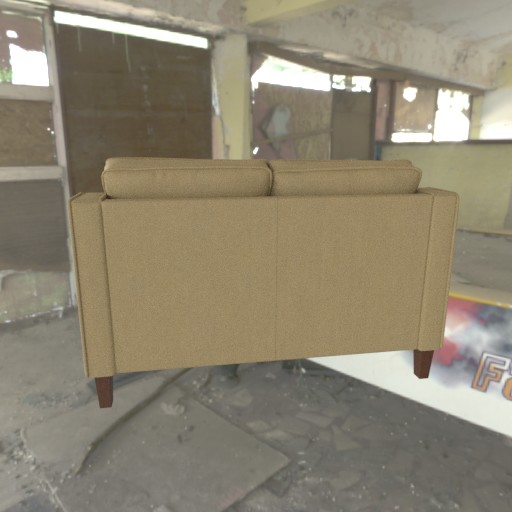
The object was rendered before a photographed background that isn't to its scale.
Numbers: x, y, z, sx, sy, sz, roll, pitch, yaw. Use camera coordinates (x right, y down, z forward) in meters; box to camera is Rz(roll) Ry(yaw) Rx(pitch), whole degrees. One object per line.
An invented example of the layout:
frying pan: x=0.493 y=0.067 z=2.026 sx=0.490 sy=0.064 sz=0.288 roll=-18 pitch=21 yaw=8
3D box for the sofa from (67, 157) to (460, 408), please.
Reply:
sofa: x=0.000 y=0.000 z=2.203 sx=1.501 sy=0.971 sz=0.987 roll=-2 pitch=14 yaw=-9
